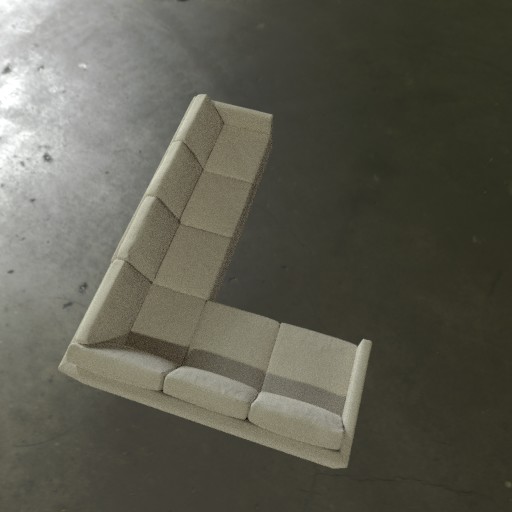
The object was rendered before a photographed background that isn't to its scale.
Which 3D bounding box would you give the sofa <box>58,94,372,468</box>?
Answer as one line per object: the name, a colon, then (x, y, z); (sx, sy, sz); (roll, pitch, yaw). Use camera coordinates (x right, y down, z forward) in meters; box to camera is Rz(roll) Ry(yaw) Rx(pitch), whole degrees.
sofa: (0.000, 0.000, 4.329); (2.432, 0.863, 3.182); (16, 65, 8)
